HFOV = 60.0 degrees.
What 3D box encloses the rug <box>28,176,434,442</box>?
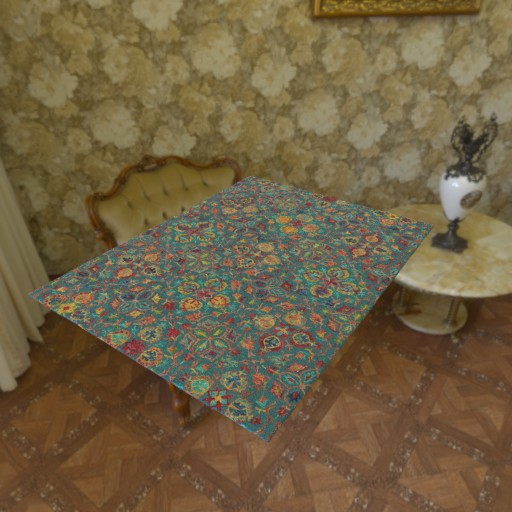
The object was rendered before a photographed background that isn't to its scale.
[{"bbox_3d":[0.000,0.000,4.236,2.434,0.025,3.204,20,37,29],"label":"rug"}]
